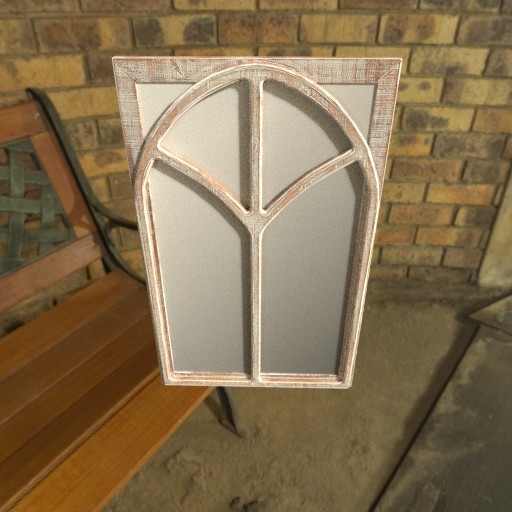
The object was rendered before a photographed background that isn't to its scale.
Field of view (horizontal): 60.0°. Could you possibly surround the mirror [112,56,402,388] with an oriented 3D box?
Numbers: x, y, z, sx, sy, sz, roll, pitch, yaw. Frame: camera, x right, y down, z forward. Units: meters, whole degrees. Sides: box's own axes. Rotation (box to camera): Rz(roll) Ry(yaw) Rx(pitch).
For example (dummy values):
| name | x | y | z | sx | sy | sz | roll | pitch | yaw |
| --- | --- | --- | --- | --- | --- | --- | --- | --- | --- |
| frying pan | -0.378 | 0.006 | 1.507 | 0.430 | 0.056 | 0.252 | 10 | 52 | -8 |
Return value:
| name | x | y | z | sx | sy | sz | roll | pitch | yaw |
| --- | --- | --- | --- | --- | --- | --- | --- | --- | --- |
| mirror | 0.000 | 0.000 | 0.956 | 0.495 | 0.787 | 0.058 | 1 | 31 | 1 |
